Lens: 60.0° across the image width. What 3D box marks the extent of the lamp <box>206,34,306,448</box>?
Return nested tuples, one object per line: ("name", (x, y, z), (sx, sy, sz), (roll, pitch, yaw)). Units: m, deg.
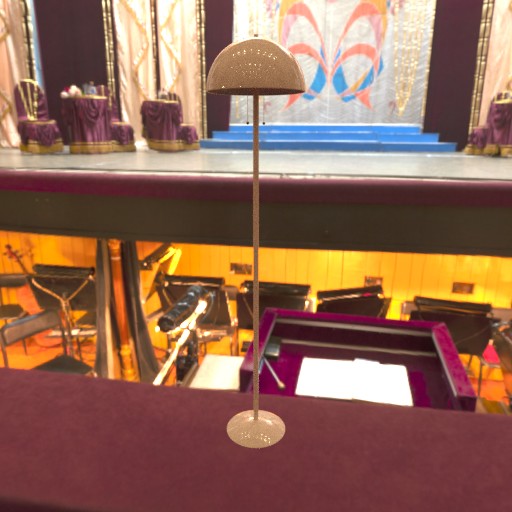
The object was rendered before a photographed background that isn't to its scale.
("lamp", (0.000, 0.000, 1.628), (0.328, 1.480, 0.328), (3, 16, 9))
